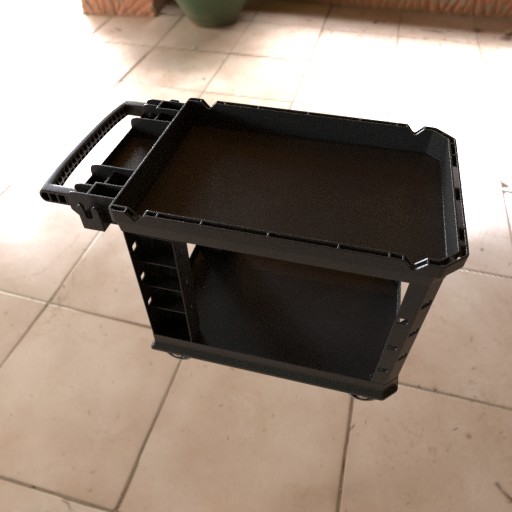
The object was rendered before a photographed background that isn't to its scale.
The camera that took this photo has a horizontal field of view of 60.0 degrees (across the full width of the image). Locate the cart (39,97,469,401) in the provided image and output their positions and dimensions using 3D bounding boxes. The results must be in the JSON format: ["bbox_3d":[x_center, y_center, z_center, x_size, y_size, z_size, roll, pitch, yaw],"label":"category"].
[{"bbox_3d":[0.000,0.000,1.716,1.239,0.884,0.674,10,47,10],"label":"cart"}]
